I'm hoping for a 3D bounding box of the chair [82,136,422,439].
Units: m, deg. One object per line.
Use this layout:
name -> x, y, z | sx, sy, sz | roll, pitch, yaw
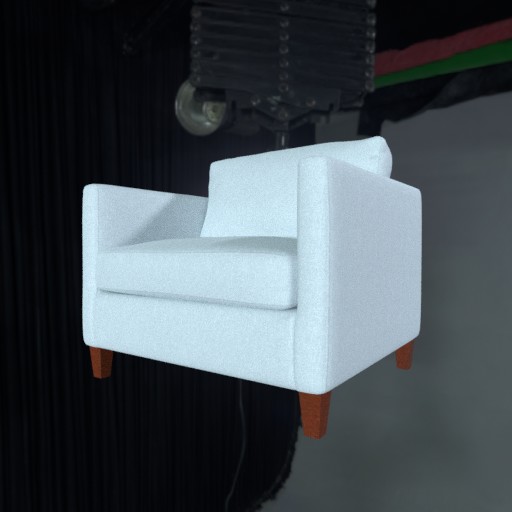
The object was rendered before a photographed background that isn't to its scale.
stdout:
chair -> 0.000, 0.000, 1.822 | 1.107, 0.961, 0.953 | 1, 2, 35
